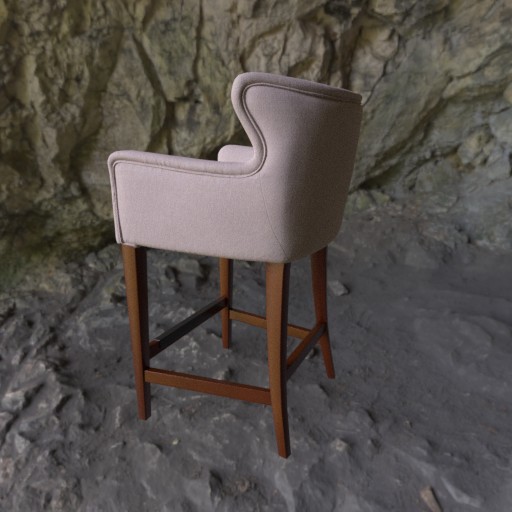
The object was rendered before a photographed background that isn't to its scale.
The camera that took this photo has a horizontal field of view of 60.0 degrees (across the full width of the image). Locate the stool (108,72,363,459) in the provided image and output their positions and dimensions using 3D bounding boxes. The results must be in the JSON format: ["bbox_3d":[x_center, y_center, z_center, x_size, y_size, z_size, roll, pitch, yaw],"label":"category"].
[{"bbox_3d":[0.000,0.000,1.327,0.570,0.951,0.601,7,17,25],"label":"stool"}]
